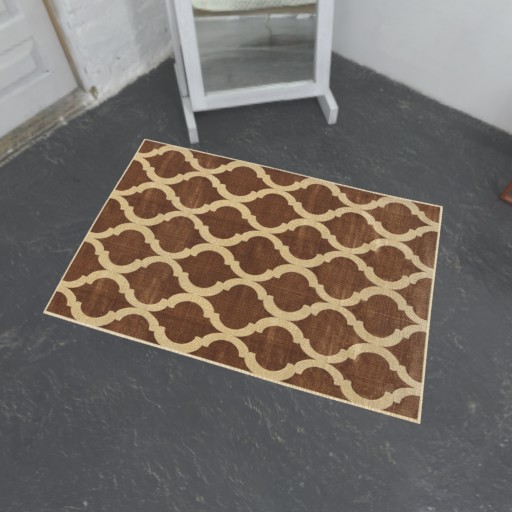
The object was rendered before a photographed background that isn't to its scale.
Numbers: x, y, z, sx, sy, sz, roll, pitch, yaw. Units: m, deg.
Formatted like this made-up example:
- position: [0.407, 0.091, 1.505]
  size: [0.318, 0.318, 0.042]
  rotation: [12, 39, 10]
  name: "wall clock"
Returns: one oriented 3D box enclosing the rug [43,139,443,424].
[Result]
- position: [0.000, 0.000, 2.908]
  size: [2.284, 0.008, 1.522]
  rotation: [14, 61, 8]
  name: "rug"
